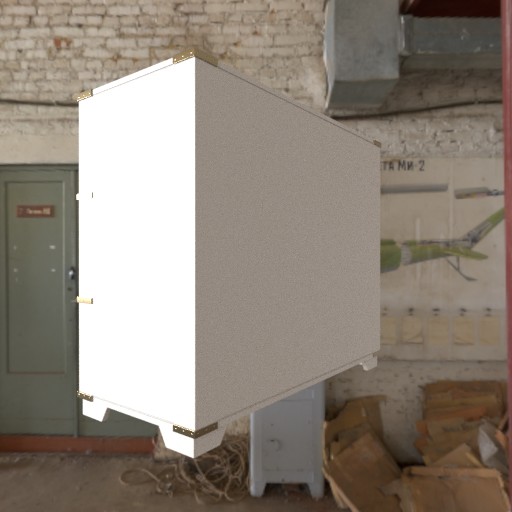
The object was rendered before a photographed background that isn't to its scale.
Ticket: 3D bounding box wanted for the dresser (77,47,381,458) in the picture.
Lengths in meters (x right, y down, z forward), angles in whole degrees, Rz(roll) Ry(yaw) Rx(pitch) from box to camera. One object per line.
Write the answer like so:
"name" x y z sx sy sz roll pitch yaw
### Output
"dresser" 0.000 0.000 1.486 0.460 0.891 1.022 0 0 38
